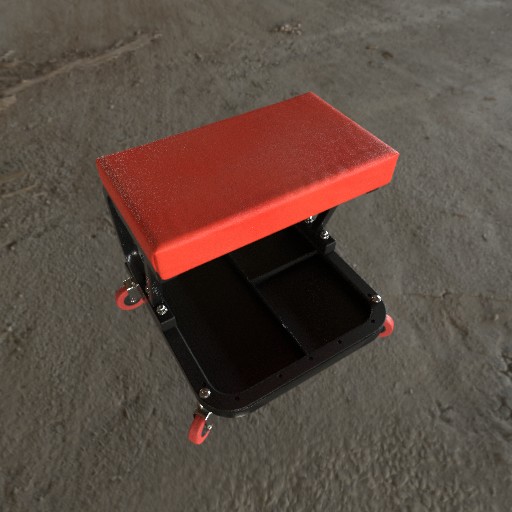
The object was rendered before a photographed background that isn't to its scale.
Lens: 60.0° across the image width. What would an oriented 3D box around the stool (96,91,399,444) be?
[{"bbox_3d":[0.000,0.000,0.739,0.446,0.380,0.371,-24,52,-21],"label":"stool"}]
